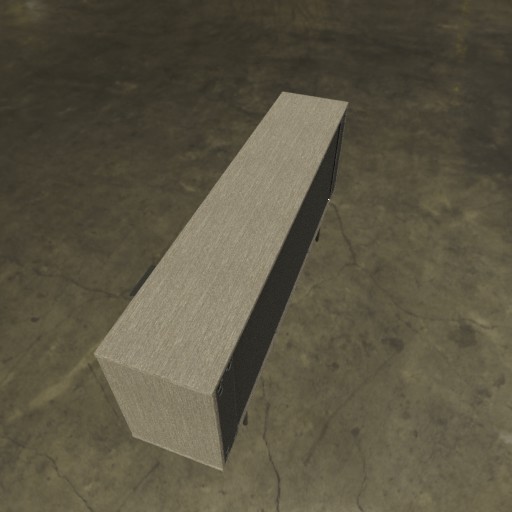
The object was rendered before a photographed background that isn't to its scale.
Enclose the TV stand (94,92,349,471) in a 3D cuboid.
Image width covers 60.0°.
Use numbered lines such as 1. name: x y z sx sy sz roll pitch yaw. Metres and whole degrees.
1. TV stand: 0.000 0.000 2.114 0.405 0.787 1.804 14 47 14
